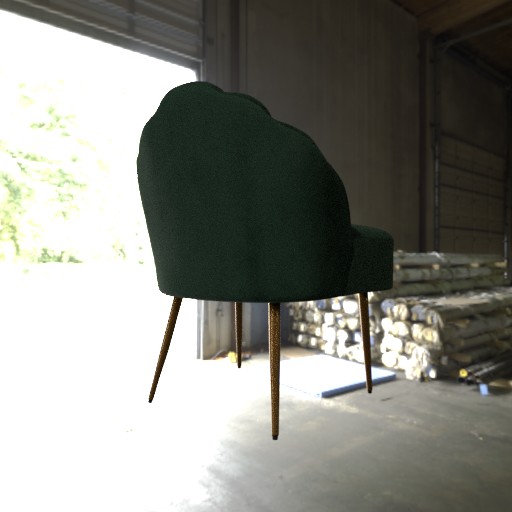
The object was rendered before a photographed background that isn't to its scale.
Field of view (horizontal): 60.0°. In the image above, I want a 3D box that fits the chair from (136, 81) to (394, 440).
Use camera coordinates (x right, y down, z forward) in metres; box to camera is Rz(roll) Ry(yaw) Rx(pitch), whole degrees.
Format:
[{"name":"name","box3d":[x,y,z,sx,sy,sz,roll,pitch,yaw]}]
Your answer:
[{"name":"chair","box3d":[0.000,0.000,1.281,0.657,0.819,0.599,0,0,36]}]
